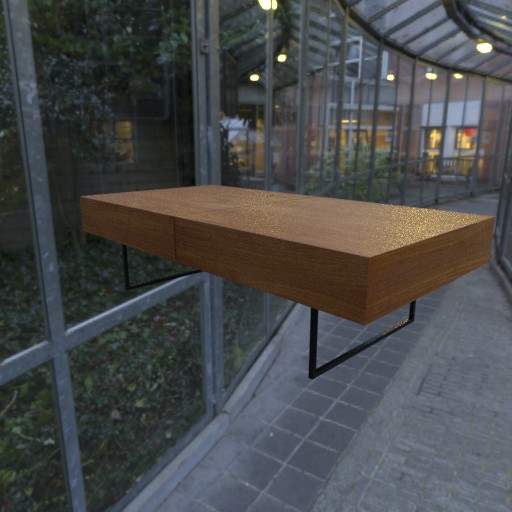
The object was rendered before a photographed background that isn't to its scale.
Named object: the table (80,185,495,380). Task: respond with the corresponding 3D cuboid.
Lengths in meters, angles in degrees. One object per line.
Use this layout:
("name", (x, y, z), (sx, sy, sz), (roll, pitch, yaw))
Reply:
("table", (0.000, 0.000, 1.426), (0.610, 0.330, 1.194), (-14, 20, -42))
